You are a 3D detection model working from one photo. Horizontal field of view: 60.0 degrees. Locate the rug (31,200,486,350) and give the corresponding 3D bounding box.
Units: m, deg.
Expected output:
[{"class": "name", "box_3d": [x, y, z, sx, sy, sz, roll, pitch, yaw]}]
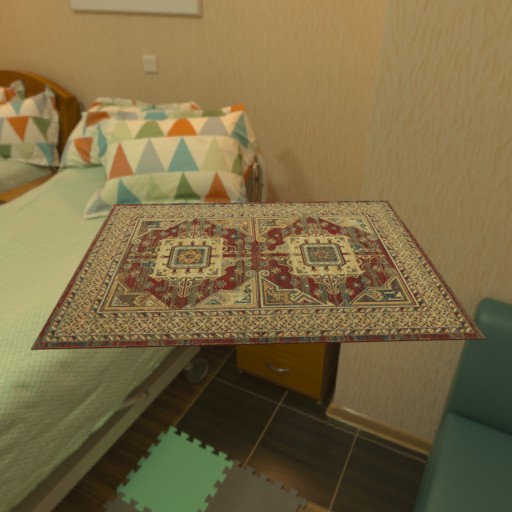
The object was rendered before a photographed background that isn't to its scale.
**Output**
[{"class": "rug", "box_3d": [0.000, 0.000, 4.127, 3.197, 0.013, 2.381, -1, 31, -2]}]
